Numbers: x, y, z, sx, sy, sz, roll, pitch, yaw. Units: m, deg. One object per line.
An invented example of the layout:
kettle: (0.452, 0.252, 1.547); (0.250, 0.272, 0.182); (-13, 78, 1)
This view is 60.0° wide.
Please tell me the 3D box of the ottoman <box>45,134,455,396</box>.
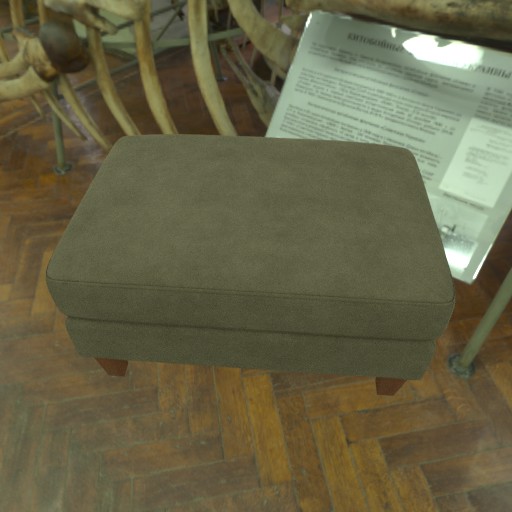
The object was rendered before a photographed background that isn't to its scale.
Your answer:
ottoman: (0.000, 0.000, 1.199); (0.864, 0.483, 0.584); (3, 46, 3)
